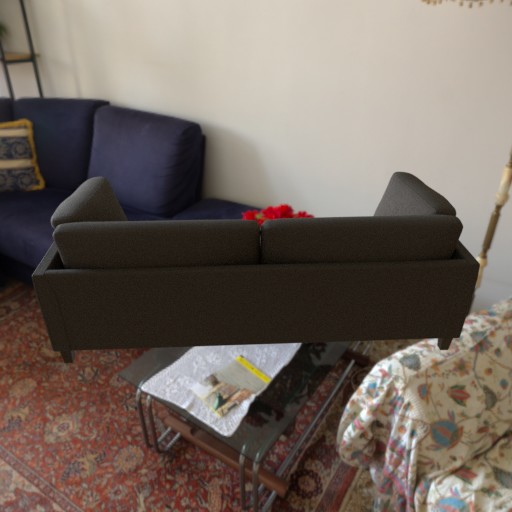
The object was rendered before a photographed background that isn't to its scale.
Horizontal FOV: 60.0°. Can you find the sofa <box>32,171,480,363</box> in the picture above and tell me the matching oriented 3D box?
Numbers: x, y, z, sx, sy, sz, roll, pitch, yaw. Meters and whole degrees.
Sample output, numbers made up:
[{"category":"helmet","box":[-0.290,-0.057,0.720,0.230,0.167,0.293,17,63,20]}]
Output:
[{"category":"sofa","box":[0.000,0.000,2.719,2.312,0.792,0.969,-1,30,-2]}]
